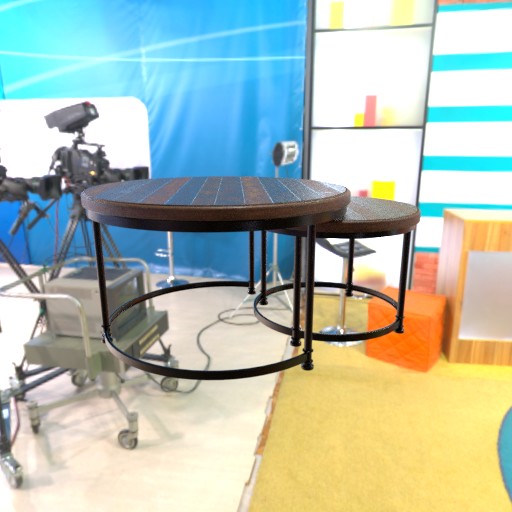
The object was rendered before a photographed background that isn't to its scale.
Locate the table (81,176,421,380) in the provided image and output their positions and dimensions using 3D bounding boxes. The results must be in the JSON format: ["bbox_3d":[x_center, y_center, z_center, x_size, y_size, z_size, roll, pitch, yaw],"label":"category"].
[{"bbox_3d":[0.000,0.000,1.620,1.152,0.516,0.870,-8,17,-27],"label":"table"}]
